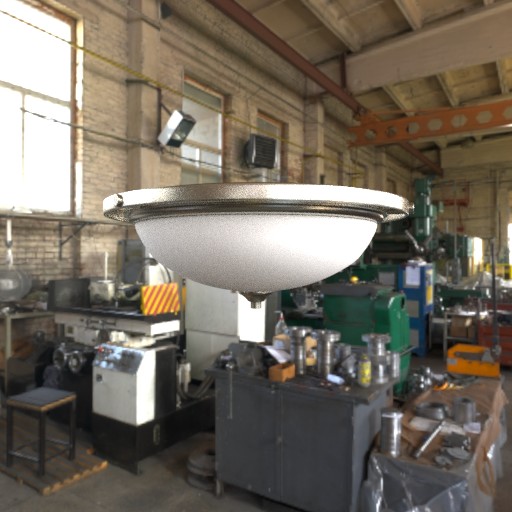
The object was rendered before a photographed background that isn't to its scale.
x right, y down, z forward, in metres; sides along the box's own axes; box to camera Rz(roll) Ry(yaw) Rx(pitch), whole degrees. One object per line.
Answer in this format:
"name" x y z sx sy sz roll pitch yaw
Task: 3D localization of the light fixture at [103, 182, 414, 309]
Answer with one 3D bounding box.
"light fixture" 0.000 0.000 0.554 0.361 0.130 0.361 0 0 0
